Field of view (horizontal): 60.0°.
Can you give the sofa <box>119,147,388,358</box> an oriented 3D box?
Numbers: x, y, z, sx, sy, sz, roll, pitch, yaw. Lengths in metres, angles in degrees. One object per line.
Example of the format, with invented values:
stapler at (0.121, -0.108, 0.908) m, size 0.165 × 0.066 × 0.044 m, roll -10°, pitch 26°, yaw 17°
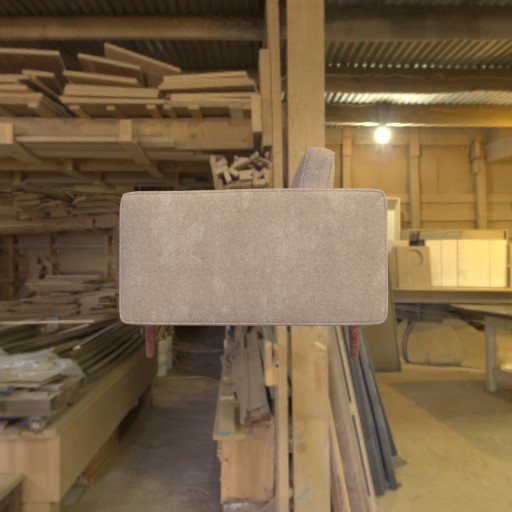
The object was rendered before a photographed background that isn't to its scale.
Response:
sofa at (0.000, 0.000, 2.381) m, size 0.920 × 0.769 × 1.883 m, roll 0°, pitch -1°, yaw 1°
